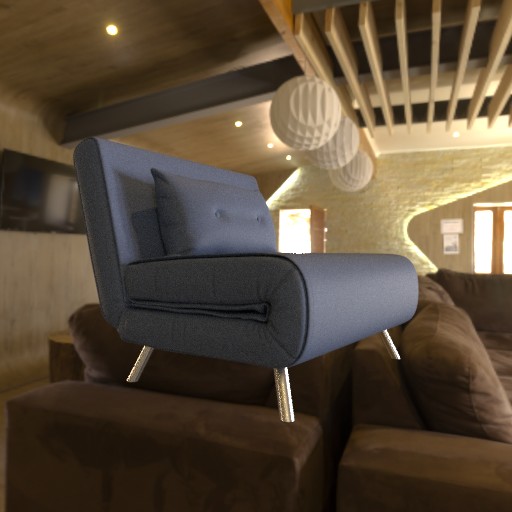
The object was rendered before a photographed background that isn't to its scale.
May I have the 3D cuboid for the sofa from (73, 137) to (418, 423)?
[{"bbox_3d":[0.000,0.000,1.750,0.996,0.860,0.999,0,0,36],"label":"sofa"}]
